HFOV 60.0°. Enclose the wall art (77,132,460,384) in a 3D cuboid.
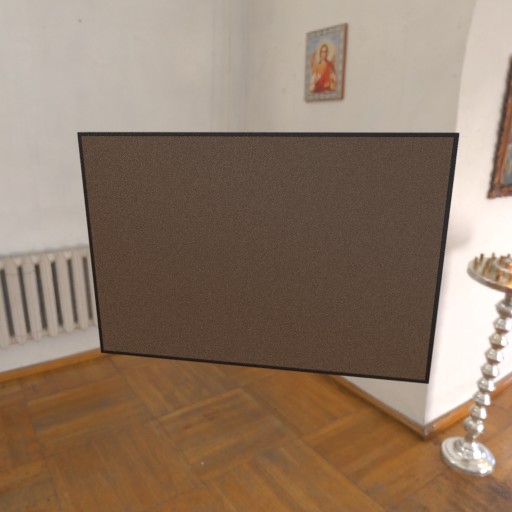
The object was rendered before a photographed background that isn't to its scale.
[{"bbox_3d":[0.000,0.000,1.190,0.939,0.640,0.058,3,16,10],"label":"wall art"}]
